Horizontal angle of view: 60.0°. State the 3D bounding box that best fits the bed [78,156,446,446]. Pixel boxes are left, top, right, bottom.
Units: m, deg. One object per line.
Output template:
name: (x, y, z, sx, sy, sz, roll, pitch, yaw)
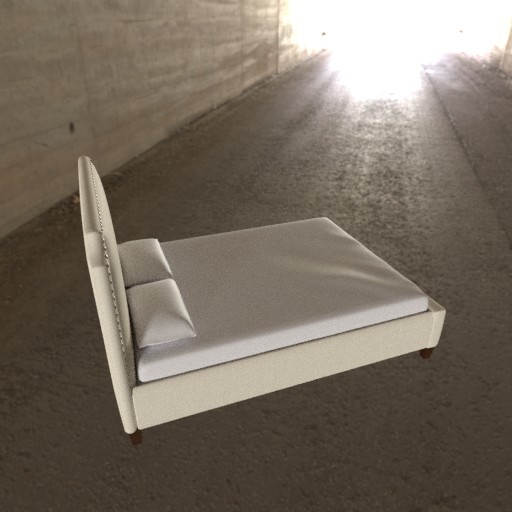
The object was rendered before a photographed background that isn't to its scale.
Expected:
bed: (0.000, 0.000, 3.447, 2.372, 1.443, 1.712, -10, 30, -18)
